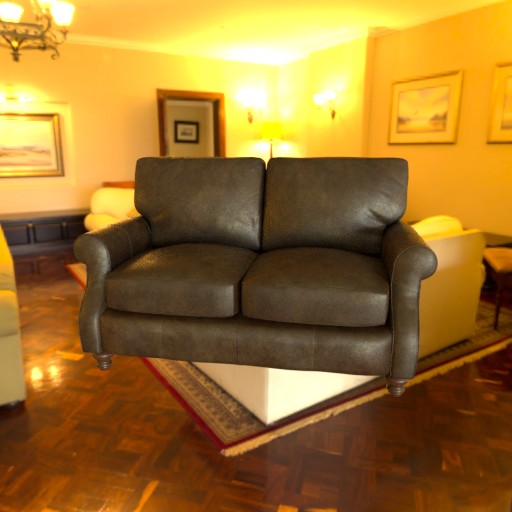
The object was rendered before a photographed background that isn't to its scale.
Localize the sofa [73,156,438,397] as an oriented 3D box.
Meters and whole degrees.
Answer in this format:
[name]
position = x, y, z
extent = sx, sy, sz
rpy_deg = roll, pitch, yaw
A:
[sofa]
position = 0.000, 0.000, 2.251
extent = 1.616, 0.976, 0.990
rpy_deg = 2, 14, 10
